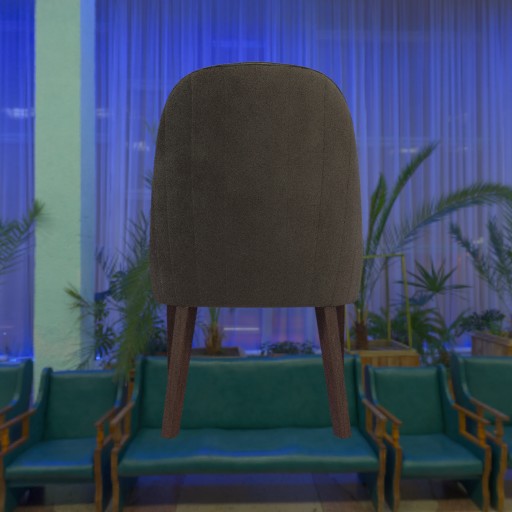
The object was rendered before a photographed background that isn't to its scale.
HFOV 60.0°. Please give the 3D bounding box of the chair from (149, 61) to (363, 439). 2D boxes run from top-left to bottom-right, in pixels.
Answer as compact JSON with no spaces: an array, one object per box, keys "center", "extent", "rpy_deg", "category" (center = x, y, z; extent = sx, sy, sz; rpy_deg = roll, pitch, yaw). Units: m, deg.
[{"center":[0.000,0.000,1.285],"extent":[0.643,0.889,0.575],"rpy_deg":[0,-1,0],"category":"chair"}]
